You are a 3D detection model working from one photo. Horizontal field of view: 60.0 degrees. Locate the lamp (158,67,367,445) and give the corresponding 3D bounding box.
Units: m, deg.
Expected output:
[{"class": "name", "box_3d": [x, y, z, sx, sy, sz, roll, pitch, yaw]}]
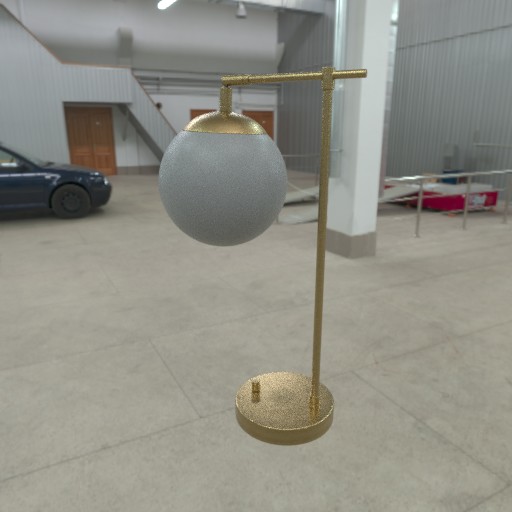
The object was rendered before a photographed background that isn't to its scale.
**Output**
[{"class": "lamp", "box_3d": [0.000, 0.000, 0.725, 0.324, 0.559, 0.207, 8, 18, 26]}]
